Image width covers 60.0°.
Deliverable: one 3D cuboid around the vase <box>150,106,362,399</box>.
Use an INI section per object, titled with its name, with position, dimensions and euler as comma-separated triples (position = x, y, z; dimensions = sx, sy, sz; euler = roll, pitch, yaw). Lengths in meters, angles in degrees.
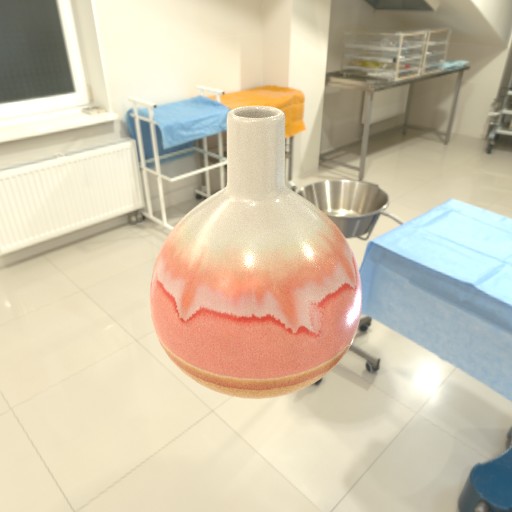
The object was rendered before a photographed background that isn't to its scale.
[vase]
position = 0.000, 0.000, 0.277
dimensions = 0.137, 0.176, 0.137
euler = 0, 32, 0
